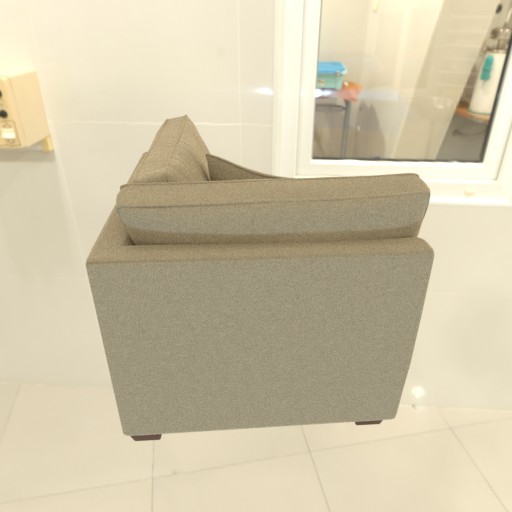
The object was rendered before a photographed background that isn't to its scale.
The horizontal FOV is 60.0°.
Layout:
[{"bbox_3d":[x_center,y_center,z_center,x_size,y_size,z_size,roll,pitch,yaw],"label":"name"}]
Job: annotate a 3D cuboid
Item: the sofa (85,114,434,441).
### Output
[{"bbox_3d":[0.000,0.000,1.961,1.084,1.002,1.146,-2,30,-3],"label":"sofa"}]
